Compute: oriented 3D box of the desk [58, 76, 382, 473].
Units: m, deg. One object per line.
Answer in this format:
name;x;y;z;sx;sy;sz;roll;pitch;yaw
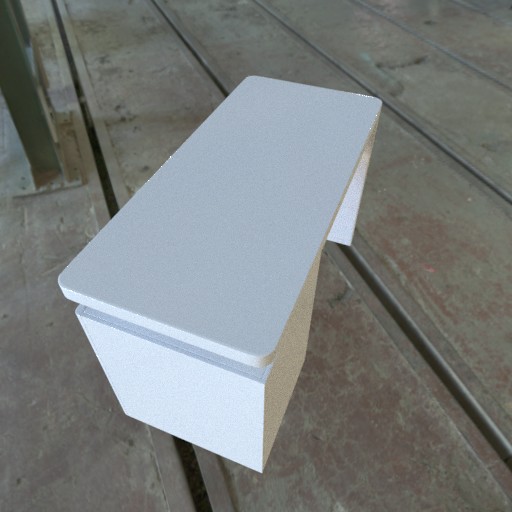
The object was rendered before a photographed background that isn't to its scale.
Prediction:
desk;0.000;0.000;1.623;0.550;0.760;1.200;16;49;15
